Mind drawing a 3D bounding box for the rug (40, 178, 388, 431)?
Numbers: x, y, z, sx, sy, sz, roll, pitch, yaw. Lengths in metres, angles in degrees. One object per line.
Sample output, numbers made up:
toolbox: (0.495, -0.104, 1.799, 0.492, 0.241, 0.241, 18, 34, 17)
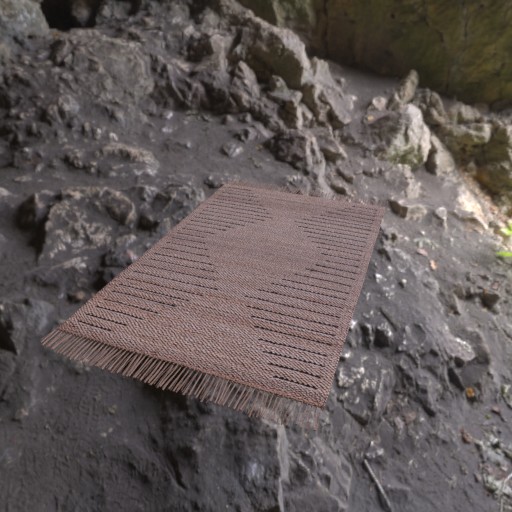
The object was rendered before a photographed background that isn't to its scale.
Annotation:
rug: (0.000, 0.000, 2.517, 1.224, 0.027, 2.085, 11, 33, 18)
